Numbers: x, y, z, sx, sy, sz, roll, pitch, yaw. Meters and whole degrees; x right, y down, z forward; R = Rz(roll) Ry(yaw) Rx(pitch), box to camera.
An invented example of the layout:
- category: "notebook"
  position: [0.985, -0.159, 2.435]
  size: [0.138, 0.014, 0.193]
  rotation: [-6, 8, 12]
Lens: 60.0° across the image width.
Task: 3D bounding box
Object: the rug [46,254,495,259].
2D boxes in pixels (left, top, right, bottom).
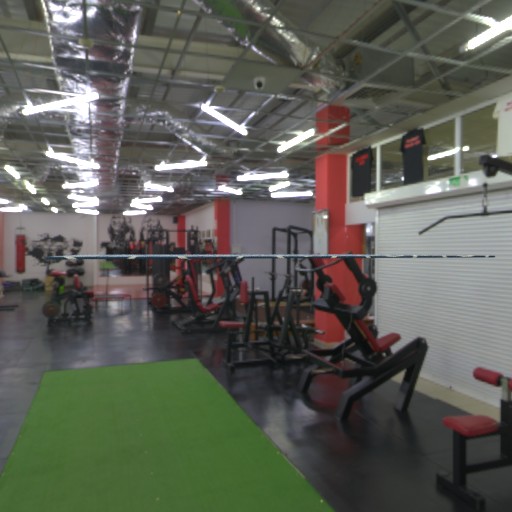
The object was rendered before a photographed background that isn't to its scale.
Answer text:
- category: "rug"
  position: [0.000, 0.000, 2.708]
  size: [2.134, 0.010, 1.524]
  rotation: [0, 0, -17]
